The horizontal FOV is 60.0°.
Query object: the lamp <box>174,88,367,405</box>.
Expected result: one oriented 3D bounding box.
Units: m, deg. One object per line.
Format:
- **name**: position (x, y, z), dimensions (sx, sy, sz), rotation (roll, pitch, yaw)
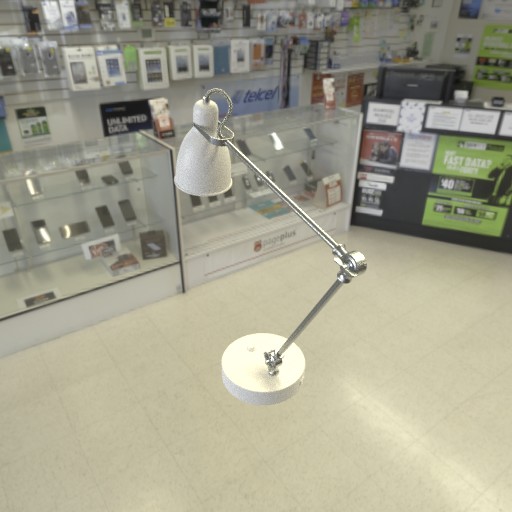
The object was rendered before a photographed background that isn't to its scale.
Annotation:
- **lamp**: position (0.000, 0.000, 0.883), dimensions (0.187, 0.587, 0.561), rotation (-18, 35, -28)
